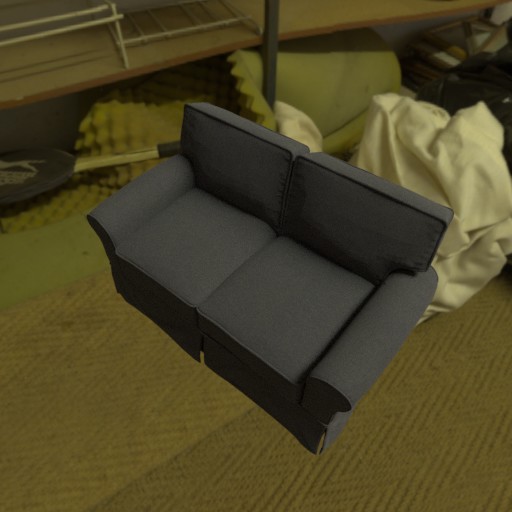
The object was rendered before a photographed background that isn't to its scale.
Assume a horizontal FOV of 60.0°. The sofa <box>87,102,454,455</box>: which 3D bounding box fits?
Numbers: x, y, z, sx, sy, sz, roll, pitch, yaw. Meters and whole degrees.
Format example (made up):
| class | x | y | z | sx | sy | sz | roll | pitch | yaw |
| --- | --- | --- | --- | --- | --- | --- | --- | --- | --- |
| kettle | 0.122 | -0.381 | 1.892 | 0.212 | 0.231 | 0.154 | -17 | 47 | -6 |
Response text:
| class | x | y | z | sx | sy | sz | roll | pitch | yaw |
| --- | --- | --- | --- | --- | --- | --- | --- | --- | --- |
| sofa | 0.000 | 0.000 | 2.460 | 1.801 | 1.059 | 0.997 | 31 | 54 | 26 |
